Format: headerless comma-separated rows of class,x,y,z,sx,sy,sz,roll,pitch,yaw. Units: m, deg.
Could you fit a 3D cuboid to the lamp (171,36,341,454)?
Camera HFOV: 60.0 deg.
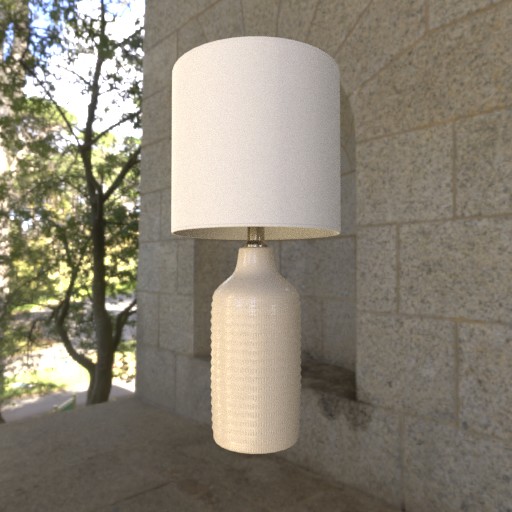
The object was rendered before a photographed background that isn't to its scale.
lamp,0.000,0.000,0.587,0.220,0.475,0.220,-1,-2,19
